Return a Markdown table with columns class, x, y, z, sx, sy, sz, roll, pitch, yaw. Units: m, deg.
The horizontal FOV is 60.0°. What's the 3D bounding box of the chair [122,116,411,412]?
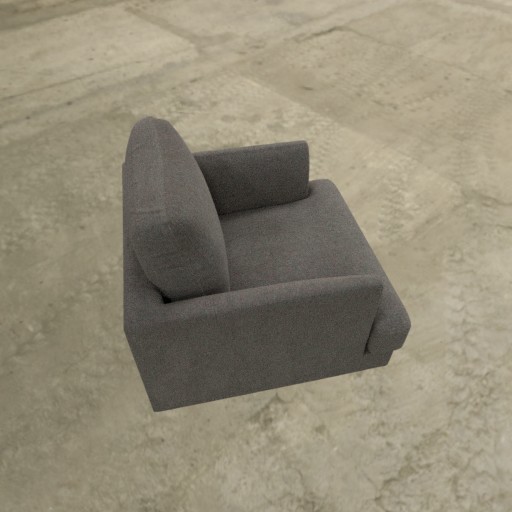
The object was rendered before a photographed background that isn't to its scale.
| class | x | y | z | sx | sy | sz | roll | pitch | yaw |
| --- | --- | --- | --- | --- | --- | --- | --- | --- | --- |
| chair | 0.000 | 0.000 | 1.672 | 0.899 | 0.957 | 0.858 | -9 | 46 | -8 |
